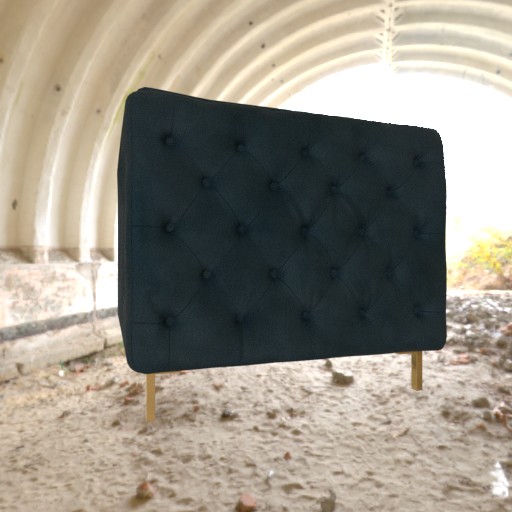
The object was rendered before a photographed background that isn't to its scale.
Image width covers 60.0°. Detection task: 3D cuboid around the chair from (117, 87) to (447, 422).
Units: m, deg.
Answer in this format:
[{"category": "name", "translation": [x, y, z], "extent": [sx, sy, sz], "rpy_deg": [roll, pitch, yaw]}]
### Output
[{"category": "chair", "translation": [0.000, 0.000, 1.490], "extent": [0.877, 0.771, 0.868], "rpy_deg": [0, 0, -19]}]
